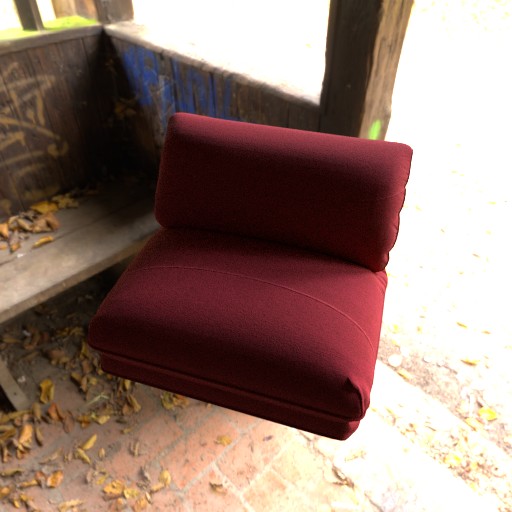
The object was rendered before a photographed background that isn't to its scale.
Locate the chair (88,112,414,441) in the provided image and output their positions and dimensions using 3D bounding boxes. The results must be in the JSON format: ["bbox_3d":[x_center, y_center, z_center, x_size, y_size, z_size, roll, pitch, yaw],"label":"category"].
[{"bbox_3d":[0.000,0.000,1.372,0.820,0.580,0.780,12,43,13],"label":"chair"}]
